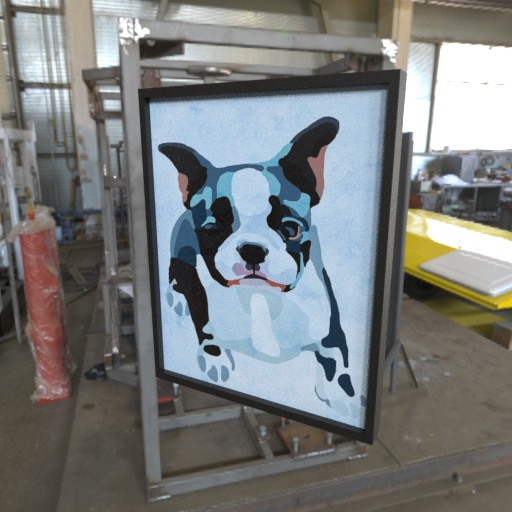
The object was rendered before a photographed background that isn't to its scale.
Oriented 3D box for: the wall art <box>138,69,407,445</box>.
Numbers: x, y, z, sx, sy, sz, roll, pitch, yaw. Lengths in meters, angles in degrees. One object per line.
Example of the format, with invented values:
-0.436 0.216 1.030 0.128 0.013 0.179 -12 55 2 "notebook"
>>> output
0.000 0.000 0.501 0.294 0.369 0.030 8 16 28 "wall art"
